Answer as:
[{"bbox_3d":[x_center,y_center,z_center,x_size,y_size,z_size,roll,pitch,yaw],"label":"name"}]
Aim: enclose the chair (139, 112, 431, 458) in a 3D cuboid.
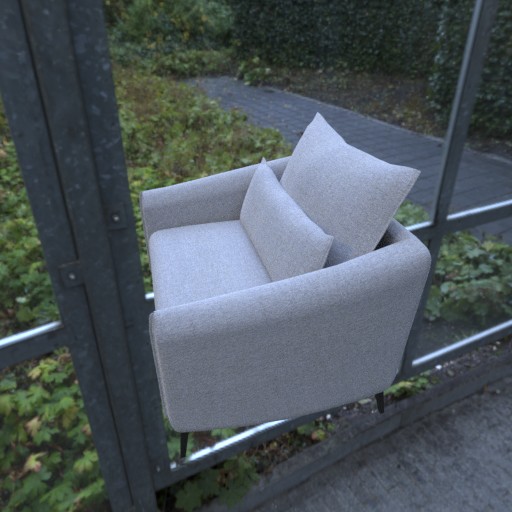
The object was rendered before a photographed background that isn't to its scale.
[{"bbox_3d":[0.000,0.000,1.646,0.801,0.856,1.029,-7,31,-12],"label":"chair"}]
